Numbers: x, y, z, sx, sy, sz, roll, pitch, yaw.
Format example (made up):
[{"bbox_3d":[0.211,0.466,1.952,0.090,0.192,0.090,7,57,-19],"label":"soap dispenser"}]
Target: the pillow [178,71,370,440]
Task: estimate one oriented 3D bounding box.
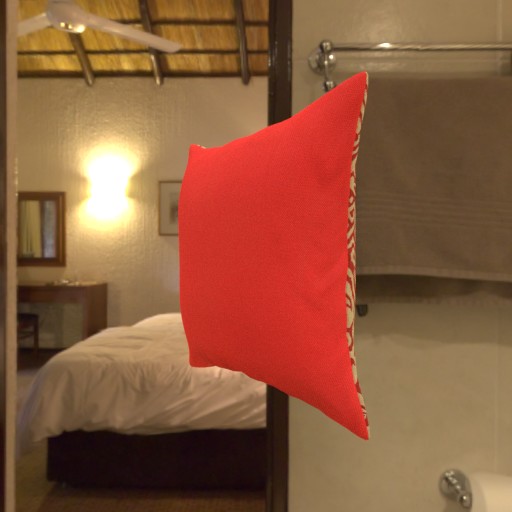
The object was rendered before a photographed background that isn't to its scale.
[{"bbox_3d":[0.000,0.000,0.808,0.192,0.507,0.522,0,1,-35],"label":"pillow"}]
